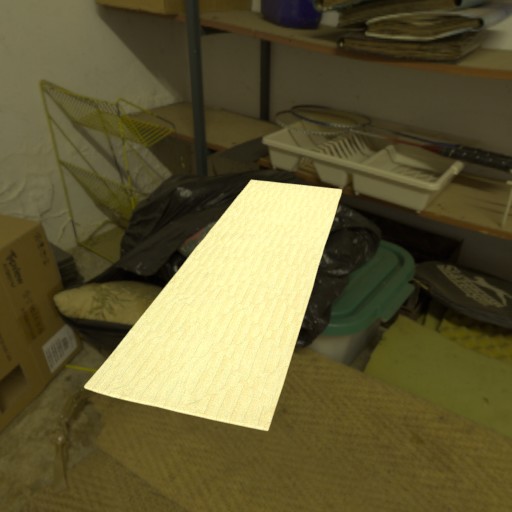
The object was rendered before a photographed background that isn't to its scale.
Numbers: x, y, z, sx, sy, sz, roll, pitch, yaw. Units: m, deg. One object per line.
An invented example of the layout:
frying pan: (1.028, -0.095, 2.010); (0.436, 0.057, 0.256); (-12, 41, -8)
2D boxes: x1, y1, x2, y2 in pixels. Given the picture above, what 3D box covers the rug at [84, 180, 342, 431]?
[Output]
rug: (0.000, 0.000, 2.737); (0.793, 0.014, 2.450); (8, 32, 14)
